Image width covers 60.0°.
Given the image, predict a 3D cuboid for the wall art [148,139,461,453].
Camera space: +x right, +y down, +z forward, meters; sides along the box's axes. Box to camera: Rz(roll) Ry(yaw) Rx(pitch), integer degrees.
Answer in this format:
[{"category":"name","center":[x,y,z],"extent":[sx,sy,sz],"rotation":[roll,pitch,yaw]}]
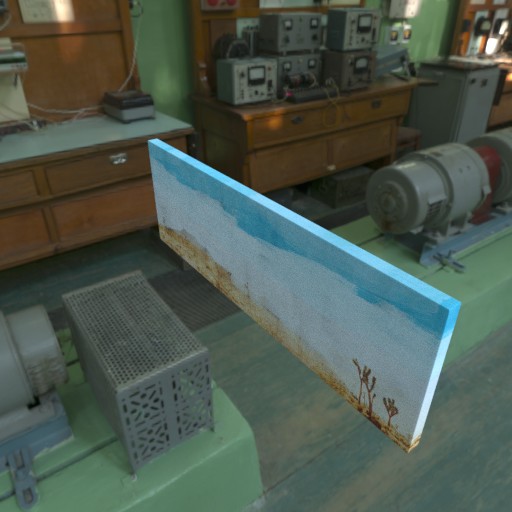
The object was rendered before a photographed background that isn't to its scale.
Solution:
[{"category":"wall art","center":[0.000,0.000,0.816],"extent":[0.044,0.254,0.759],"rotation":[-22,38,-31]}]
